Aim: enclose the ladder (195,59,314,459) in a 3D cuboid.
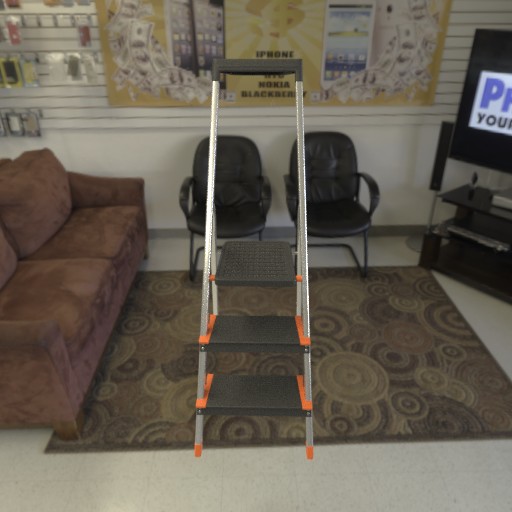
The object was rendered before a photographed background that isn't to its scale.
[{"bbox_3d":[0.000,0.000,1.547,0.416,1.229,0.686,1,29,1],"label":"ladder"}]
